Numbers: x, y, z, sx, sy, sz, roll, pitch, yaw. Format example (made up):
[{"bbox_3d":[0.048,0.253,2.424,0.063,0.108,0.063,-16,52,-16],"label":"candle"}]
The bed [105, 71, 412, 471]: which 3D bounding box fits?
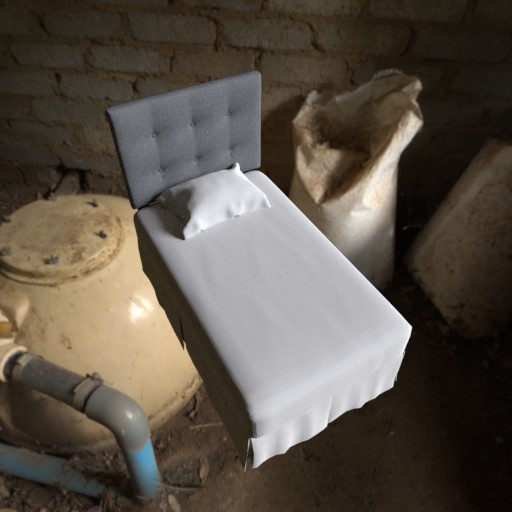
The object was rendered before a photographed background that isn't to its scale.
[{"bbox_3d":[0.000,0.000,3.025,1.261,1.571,1.997,-23,51,-20],"label":"bed"}]
